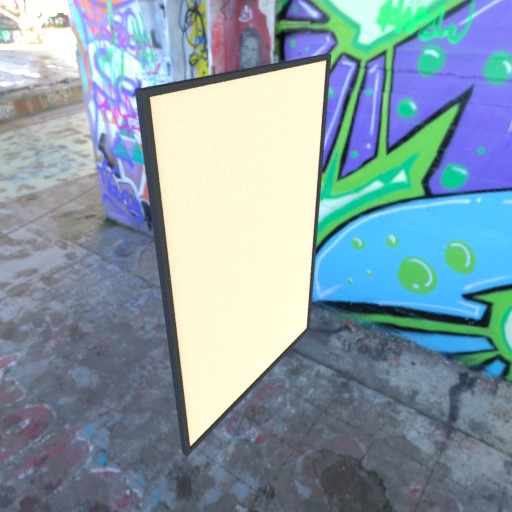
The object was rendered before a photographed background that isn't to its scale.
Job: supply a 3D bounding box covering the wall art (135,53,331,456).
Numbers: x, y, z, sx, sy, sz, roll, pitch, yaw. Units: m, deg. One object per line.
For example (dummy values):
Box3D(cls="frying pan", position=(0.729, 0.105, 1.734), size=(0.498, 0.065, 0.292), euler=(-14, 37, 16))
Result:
Box3D(cls="wall art", position=(0.000, 0.000, 0.837), size=(0.013, 0.660, 0.460), euler=(20, 36, 31))
